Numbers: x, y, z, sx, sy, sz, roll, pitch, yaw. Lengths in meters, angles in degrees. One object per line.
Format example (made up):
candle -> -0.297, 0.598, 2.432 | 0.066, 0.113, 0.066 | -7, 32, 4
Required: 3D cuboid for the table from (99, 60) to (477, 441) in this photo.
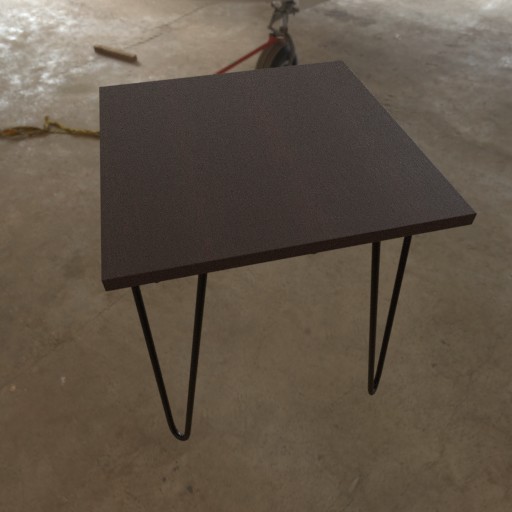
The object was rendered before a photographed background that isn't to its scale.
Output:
table -> 0.000, 0.000, 0.928 | 0.495, 0.559, 0.495 | -10, 48, -9
